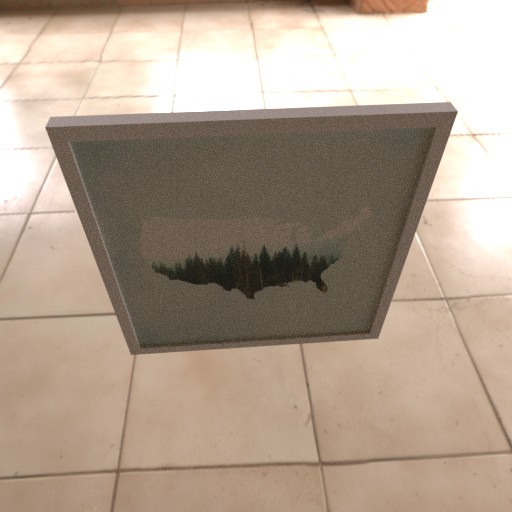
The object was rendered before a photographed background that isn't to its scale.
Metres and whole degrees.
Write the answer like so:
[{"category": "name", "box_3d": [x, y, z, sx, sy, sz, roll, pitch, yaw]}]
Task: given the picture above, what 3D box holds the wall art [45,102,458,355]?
[{"category": "wall art", "box_3d": [0.000, 0.000, 1.102, 0.762, 0.762, 0.038, -3, 46, -3]}]
